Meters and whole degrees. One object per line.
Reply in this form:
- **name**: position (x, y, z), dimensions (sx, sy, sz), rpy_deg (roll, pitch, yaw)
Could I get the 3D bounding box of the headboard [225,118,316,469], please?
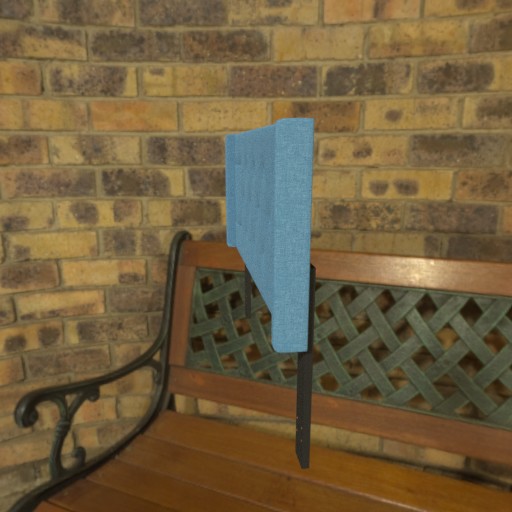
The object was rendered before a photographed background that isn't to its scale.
- **headboard**: position (0.000, 0.000, 2.764), dimensions (0.184, 1.524, 2.051), rpy_deg (-2, 14, -9)
